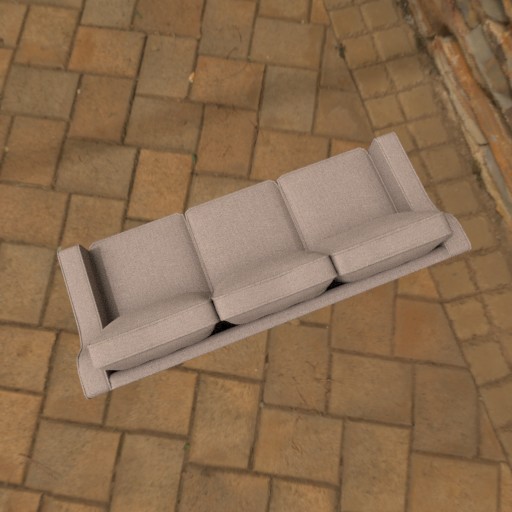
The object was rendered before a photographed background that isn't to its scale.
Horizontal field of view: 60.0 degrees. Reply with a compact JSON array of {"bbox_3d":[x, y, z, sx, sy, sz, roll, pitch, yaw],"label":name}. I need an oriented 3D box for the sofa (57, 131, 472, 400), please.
[{"bbox_3d":[0.000,0.000,2.645,2.129,0.950,0.899,-21,76,-5],"label":"sofa"}]
